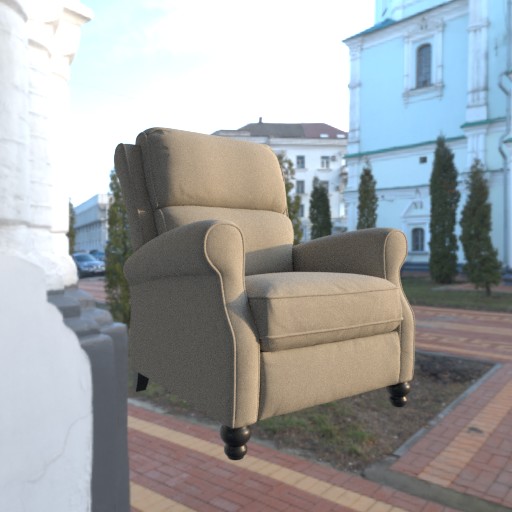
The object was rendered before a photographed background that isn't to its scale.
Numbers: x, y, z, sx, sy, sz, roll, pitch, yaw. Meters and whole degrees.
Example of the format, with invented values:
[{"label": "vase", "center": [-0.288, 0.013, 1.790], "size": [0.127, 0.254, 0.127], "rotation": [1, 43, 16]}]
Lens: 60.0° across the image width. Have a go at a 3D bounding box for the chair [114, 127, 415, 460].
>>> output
[{"label": "chair", "center": [0.000, 0.000, 1.672], "size": [0.859, 1.046, 0.919], "rotation": [0, 1, -35]}]
